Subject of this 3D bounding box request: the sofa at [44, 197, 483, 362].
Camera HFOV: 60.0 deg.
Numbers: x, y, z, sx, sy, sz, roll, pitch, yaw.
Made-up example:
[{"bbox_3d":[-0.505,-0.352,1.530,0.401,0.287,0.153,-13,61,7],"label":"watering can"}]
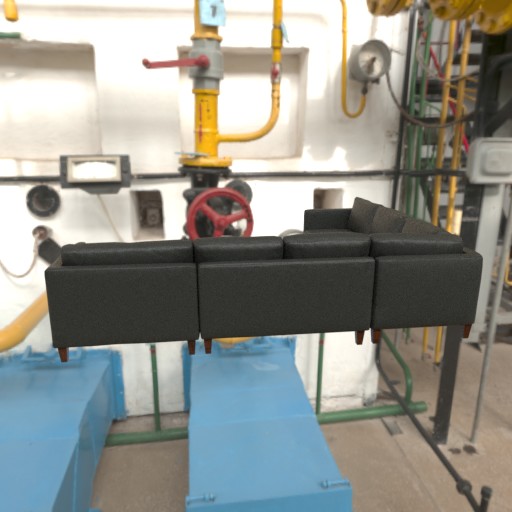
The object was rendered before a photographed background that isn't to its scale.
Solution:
[{"bbox_3d":[0.000,0.000,4.678,3.460,0.923,2.593,-2,15,-7],"label":"sofa"}]
